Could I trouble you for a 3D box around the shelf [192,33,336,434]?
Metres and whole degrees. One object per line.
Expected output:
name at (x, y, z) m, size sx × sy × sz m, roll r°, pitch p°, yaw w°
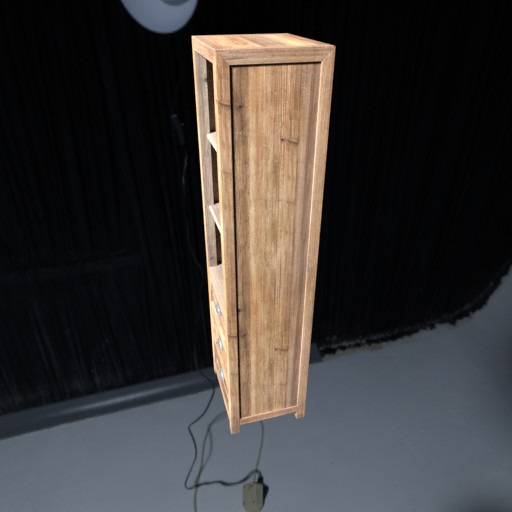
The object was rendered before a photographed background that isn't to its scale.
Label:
shelf at (0.000, 0.000, 2.163) m, size 0.428 × 1.900 × 0.500 m, roll -8°, pitch 32°, yaw -13°
